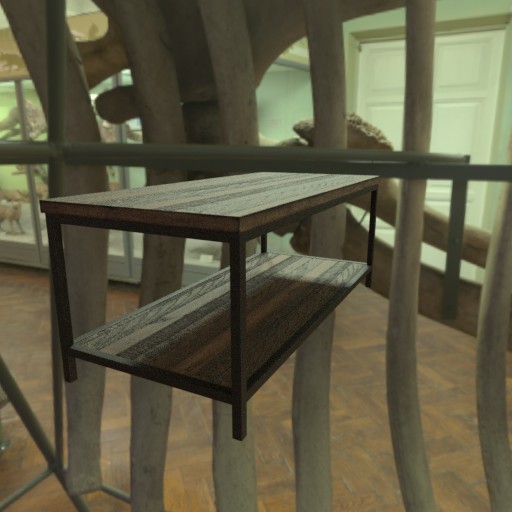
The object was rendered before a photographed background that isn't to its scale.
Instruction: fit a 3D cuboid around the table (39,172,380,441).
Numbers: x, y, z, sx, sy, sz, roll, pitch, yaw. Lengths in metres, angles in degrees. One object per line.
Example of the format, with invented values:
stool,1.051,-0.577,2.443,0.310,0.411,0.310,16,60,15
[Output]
table,0.000,0.000,1.248,0.452,0.399,0.990,7,16,26
